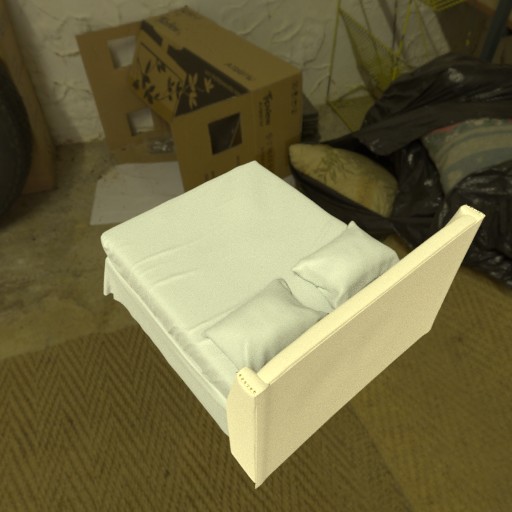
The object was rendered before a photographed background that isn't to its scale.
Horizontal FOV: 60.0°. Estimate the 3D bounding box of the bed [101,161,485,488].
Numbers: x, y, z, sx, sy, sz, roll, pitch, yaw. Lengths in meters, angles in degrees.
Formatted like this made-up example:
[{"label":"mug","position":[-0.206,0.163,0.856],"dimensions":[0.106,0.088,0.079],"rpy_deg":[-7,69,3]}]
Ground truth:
[{"label":"bed","position":[0.000,0.000,3.425],"dimensions":[1.925,1.332,2.276],"rpy_deg":[-31,54,-26]}]
